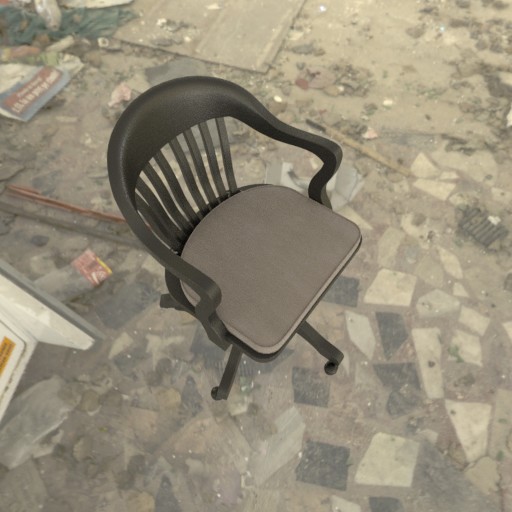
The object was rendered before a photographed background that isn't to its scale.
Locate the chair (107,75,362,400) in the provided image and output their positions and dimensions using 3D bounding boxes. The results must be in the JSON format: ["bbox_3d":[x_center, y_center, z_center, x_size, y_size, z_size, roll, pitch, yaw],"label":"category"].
[{"bbox_3d":[0.000,0.000,1.439,0.788,0.878,0.750,33,64,19],"label":"chair"}]
